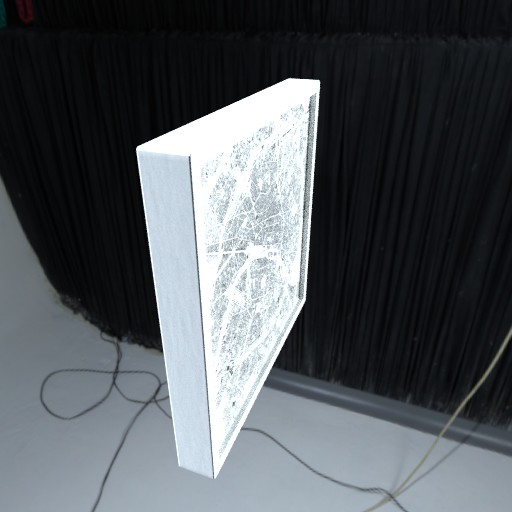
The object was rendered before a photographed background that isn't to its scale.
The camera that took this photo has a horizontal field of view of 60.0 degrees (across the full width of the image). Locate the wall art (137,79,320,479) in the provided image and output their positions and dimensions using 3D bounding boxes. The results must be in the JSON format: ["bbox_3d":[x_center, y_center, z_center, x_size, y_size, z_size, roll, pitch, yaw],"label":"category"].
[{"bbox_3d":[0.000,0.000,0.460,0.038,0.305,0.305,11,31,18],"label":"wall art"}]
